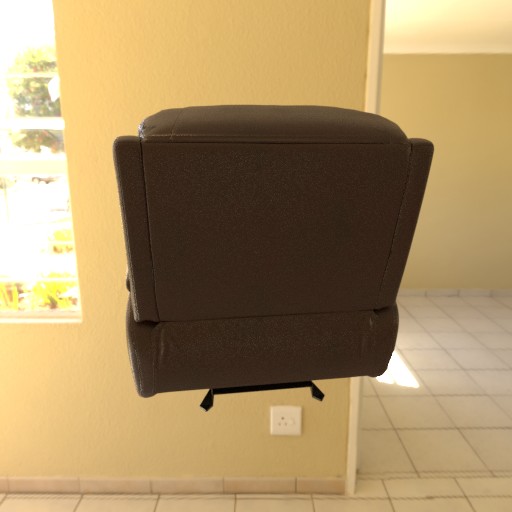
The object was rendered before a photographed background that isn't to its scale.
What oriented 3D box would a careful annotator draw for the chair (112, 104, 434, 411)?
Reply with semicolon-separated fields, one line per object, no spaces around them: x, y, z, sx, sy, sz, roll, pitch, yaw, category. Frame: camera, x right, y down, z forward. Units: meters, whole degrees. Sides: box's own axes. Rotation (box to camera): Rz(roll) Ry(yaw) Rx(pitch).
0.000;0.000;1.664;0.930;1.011;0.899;-2;12;-9;chair
